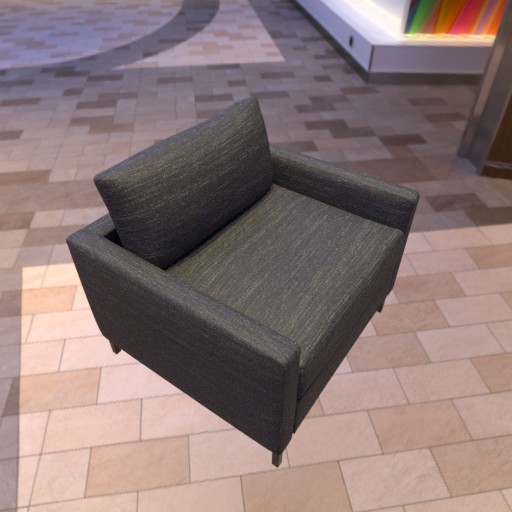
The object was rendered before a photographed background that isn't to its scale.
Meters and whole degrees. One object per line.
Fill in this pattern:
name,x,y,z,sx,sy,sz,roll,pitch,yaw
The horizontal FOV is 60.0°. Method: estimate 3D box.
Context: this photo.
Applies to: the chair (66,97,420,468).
chair,0.000,0.000,1.647,0.866,0.861,0.963,25,47,26
